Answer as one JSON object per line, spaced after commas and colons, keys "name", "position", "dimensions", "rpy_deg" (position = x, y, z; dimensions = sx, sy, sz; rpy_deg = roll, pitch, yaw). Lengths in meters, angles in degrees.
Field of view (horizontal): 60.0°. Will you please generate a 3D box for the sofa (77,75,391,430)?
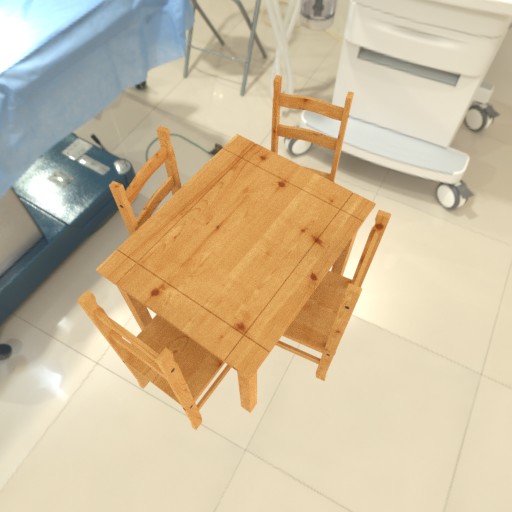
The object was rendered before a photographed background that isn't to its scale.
{"name": "sofa", "position": [0.000, 0.000, 2.195], "dimensions": [1.144, 1.000, 1.529], "rpy_deg": [31, 63, 18]}
